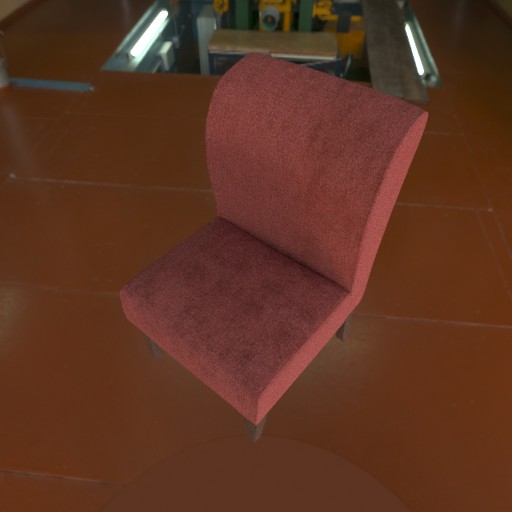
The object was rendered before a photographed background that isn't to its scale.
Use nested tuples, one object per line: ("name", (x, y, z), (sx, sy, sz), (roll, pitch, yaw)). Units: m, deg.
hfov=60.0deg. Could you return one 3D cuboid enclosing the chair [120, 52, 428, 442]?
("chair", (0.000, 0.000, 1.268), (0.538, 0.846, 0.640), (32, 54, 27))
